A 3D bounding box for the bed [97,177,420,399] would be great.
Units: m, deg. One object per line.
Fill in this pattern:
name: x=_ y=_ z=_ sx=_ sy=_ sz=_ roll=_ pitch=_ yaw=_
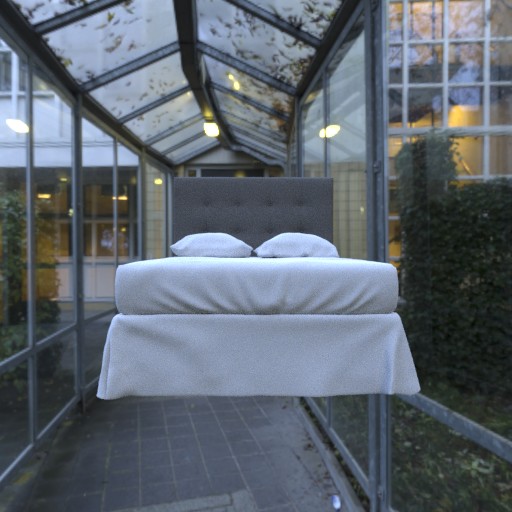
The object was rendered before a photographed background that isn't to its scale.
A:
bed: x=0.000 y=0.000 z=3.536 sx=1.936 sy=1.577 sz=2.222 roll=0 pitch=1 yaw=-1
